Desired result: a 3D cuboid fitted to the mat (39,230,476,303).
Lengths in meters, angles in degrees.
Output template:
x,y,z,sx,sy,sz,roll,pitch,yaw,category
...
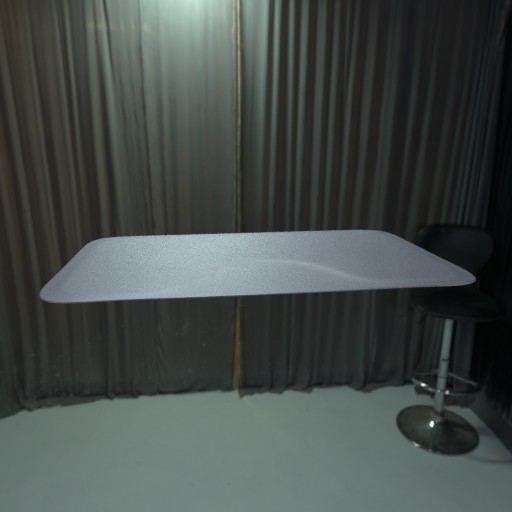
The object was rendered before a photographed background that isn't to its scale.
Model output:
x,y,z,sx,sy,sz,roll,pitch,yaw,category
0.000,0.000,1.870,1.524,0.013,0.918,-2,15,-7,mat
